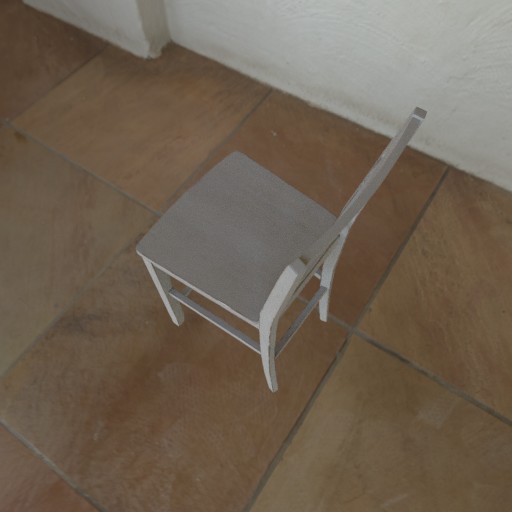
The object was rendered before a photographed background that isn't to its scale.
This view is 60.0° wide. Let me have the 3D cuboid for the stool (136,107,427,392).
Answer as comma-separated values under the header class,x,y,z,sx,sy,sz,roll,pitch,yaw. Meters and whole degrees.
class,x,y,z,sx,sy,sz,roll,pitch,yaw
stool,0.000,0.000,1.338,0.539,1.079,0.462,33,66,17
